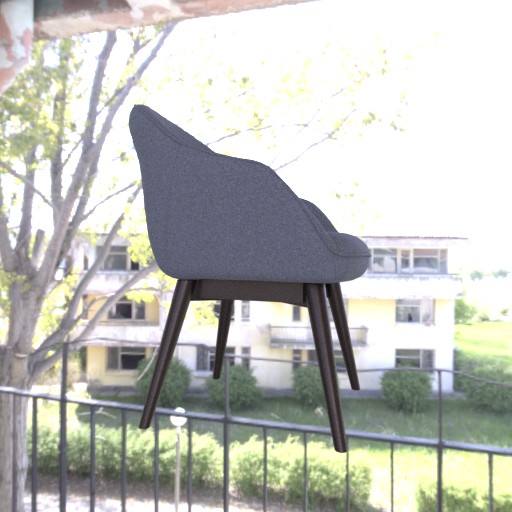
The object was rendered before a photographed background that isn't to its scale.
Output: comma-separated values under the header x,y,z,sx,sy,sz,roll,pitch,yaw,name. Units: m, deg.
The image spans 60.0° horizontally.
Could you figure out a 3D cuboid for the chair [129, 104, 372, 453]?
x,y,z,sx,sy,sz,roll,pitch,yaw,name
0.000,0.000,1.211,0.611,0.810,0.589,0,-1,16,chair
